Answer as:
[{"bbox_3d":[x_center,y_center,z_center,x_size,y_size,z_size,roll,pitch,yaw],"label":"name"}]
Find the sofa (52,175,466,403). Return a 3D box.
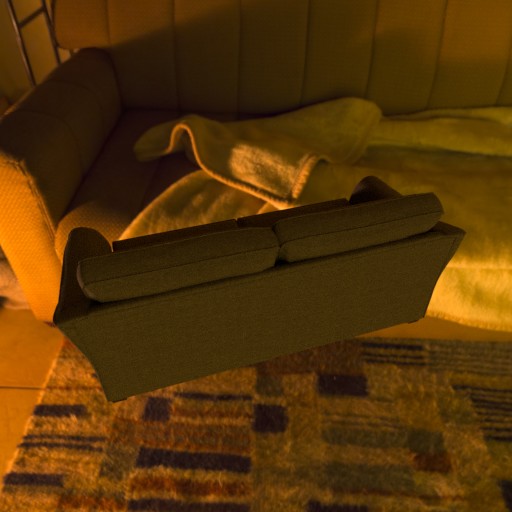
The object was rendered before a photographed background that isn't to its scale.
[{"bbox_3d":[0.000,0.000,2.793,2.270,0.950,0.971,-12,43,-13],"label":"sofa"}]
